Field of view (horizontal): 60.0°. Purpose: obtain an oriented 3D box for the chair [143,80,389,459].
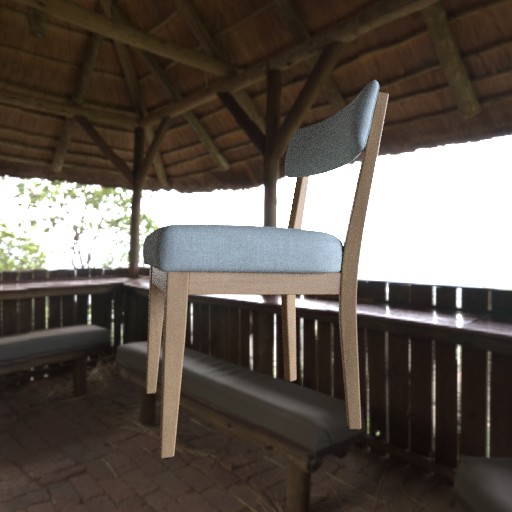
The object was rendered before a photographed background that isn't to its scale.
[{"bbox_3d":[0.000,0.000,1.198,0.572,0.832,0.508,0,1,-18],"label":"chair"}]
